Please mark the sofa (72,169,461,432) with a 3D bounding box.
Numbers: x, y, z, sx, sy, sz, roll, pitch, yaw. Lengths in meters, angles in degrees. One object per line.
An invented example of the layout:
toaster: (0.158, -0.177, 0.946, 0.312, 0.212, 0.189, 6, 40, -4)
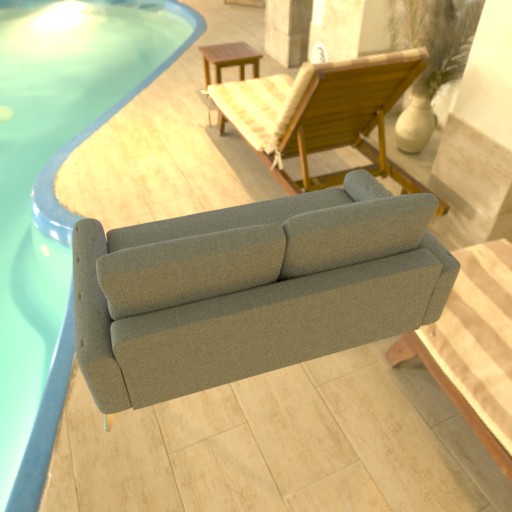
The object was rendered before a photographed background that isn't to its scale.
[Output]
sofa: (0.000, 0.000, 2.126, 1.650, 0.790, 0.920, -12, 43, -14)
